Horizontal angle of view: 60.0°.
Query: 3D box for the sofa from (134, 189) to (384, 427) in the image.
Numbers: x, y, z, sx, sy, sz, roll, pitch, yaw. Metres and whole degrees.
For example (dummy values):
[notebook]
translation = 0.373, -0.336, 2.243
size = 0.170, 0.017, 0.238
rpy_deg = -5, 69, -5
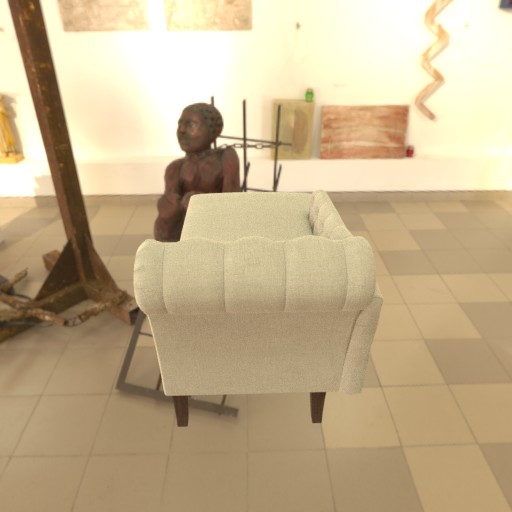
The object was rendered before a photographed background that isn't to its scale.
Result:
[sofa]
translation = 0.000, 0.000, 1.812
size = 0.675, 0.787, 1.379
rpy_deg = -1, 31, -2
